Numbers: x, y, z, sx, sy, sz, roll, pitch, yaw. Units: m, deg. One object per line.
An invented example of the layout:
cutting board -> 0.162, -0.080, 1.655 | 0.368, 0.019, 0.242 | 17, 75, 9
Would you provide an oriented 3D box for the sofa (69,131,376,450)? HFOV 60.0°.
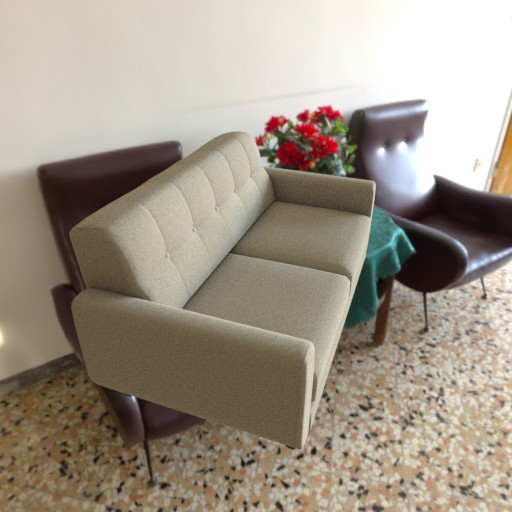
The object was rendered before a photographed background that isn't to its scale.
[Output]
sofa -> 0.000, 0.000, 2.263 | 0.980, 0.892, 1.655 | 11, 33, 18
